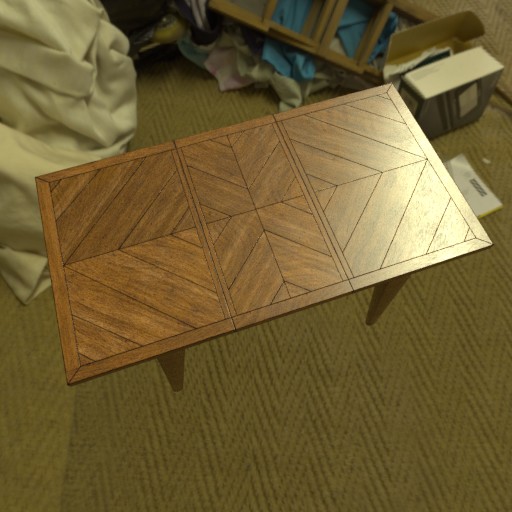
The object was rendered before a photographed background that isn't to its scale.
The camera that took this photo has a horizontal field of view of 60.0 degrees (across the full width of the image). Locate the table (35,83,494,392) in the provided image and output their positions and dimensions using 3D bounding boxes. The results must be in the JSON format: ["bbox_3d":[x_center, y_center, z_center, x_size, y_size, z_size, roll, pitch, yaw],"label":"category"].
[{"bbox_3d":[0.000,0.000,1.859,1.400,0.760,0.757,-17,66,-8],"label":"table"}]
